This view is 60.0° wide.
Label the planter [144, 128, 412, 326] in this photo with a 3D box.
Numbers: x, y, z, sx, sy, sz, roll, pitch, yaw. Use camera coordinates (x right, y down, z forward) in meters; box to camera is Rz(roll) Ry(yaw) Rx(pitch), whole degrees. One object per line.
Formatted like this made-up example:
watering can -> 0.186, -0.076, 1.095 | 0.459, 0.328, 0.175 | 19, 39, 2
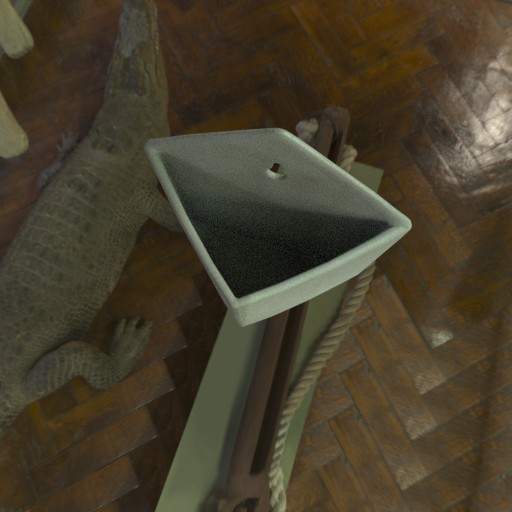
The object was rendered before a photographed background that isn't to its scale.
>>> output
planter -> 0.000, 0.000, 0.285 | 0.163, 0.194, 0.080 | 18, 77, 4
